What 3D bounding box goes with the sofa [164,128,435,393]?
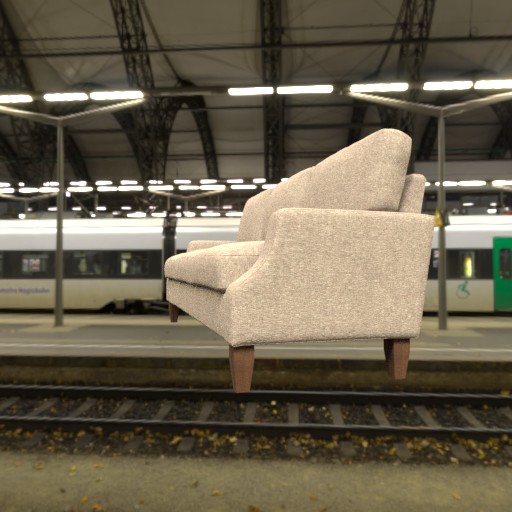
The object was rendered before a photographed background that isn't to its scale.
[{"bbox_3d":[0.000,0.000,2.599,0.888,0.984,2.115,0,-2,-17],"label":"sofa"}]
